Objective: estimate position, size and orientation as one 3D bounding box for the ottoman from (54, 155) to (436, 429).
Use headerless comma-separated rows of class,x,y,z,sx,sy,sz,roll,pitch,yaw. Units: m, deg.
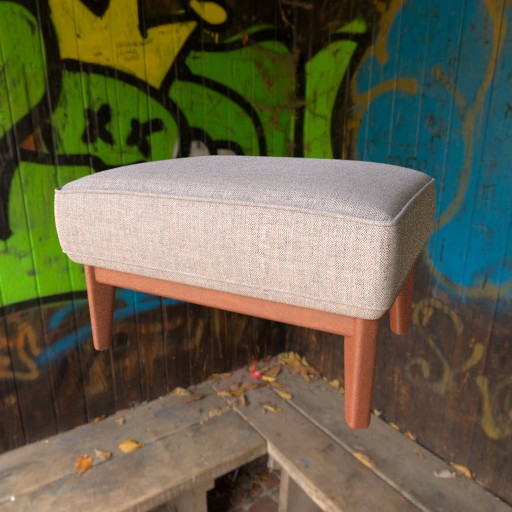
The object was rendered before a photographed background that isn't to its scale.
ottoman,0.000,0.000,1.080,0.750,0.458,0.555,8,19,26
